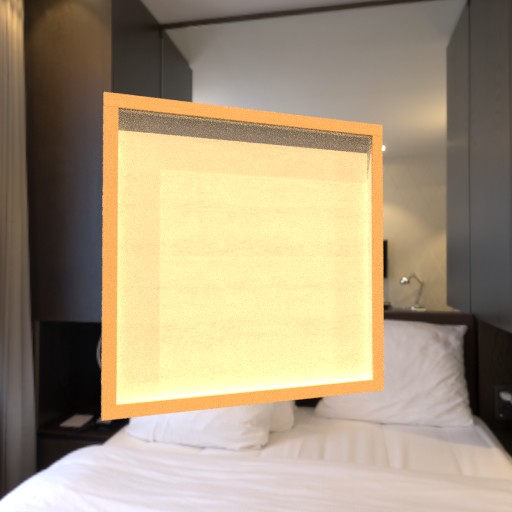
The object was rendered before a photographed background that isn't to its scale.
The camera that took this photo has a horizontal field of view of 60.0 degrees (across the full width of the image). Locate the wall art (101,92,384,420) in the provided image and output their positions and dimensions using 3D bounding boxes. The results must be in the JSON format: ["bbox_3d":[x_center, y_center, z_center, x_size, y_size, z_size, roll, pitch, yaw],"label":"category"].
[{"bbox_3d":[0.000,0.000,1.394,0.914,0.914,0.038,0,-1,-19],"label":"wall art"}]
